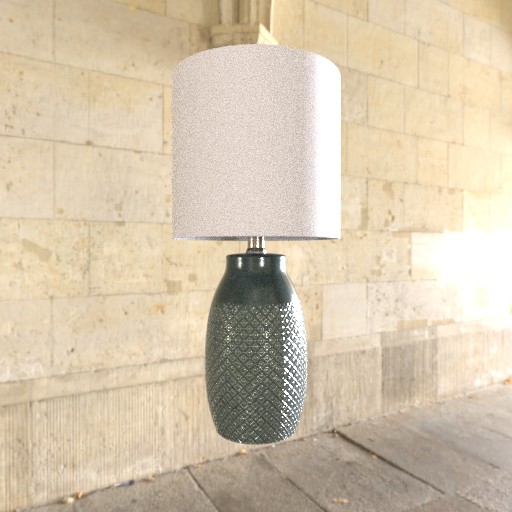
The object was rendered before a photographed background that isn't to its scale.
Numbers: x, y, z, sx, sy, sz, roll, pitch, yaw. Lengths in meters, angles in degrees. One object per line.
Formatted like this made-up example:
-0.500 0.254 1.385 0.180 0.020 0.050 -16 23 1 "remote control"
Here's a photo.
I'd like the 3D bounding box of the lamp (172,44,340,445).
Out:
0.000 0.000 0.581 0.217 0.453 0.217 0 1 16 "lamp"
